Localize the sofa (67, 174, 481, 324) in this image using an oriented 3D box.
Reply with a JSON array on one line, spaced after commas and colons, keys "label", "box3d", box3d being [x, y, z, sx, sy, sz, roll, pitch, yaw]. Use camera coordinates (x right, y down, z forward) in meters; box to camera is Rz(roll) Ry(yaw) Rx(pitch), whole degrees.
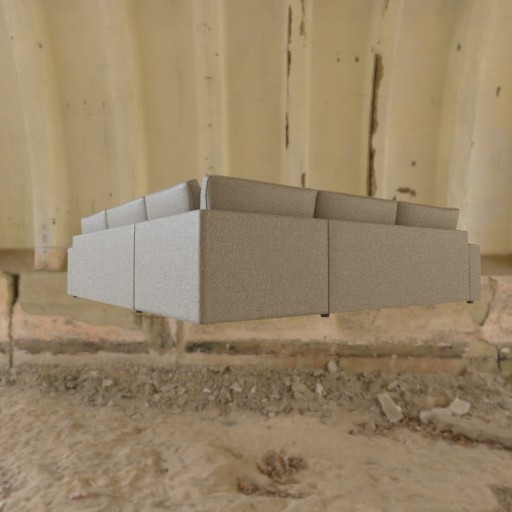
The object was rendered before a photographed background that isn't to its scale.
[{"label": "sofa", "box3d": [0.000, 0.000, 4.023, 2.622, 0.800, 2.742, 1, -1, -35]}]
